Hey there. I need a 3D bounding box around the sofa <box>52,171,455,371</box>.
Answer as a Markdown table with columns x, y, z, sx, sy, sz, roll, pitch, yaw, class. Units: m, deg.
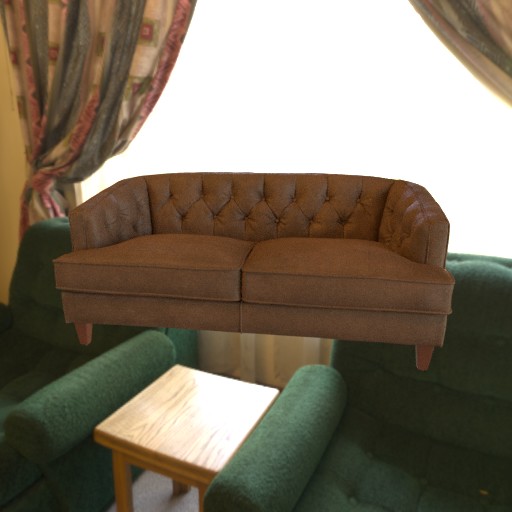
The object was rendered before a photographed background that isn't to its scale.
| x | y | z | sx | sy | sz | roll | pitch | yaw | class |
| --- | --- | --- | --- | --- | --- | --- | --- | --- | --- |
| 0.000 | 0.000 | 2.306 | 1.767 | 0.799 | 0.917 | 2 | 15 | 9 | sofa |
